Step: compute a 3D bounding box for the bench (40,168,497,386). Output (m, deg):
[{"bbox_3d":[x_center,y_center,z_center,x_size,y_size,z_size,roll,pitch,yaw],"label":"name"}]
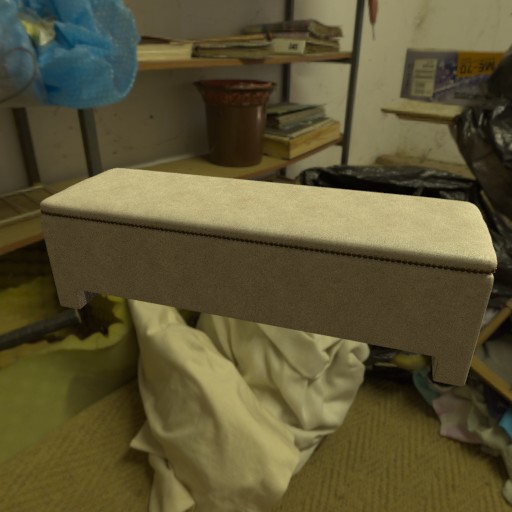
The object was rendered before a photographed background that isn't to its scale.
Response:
[{"bbox_3d":[0.000,0.000,1.629,1.482,0.447,0.470,8,28,16],"label":"bench"}]
